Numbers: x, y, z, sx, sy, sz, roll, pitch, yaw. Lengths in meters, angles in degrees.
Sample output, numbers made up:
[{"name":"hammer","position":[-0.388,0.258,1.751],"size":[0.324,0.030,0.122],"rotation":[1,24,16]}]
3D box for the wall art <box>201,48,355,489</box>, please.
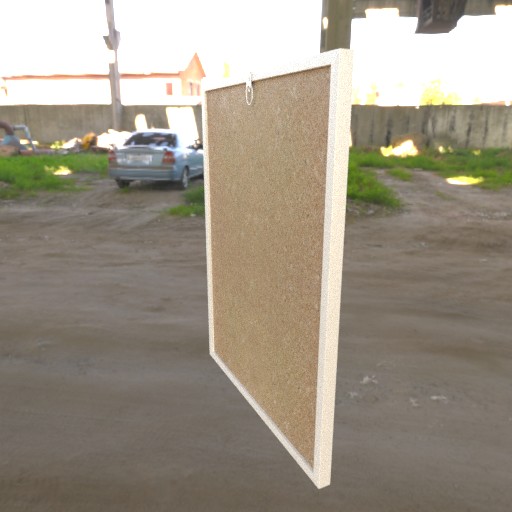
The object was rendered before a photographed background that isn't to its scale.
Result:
[{"name":"wall art","position":[0.000,0.000,1.365],"size":[0.042,1.056,0.805],"rotation":[-8,18,-25]}]
